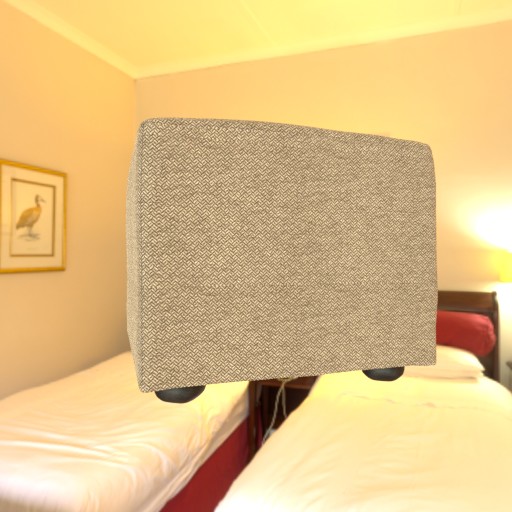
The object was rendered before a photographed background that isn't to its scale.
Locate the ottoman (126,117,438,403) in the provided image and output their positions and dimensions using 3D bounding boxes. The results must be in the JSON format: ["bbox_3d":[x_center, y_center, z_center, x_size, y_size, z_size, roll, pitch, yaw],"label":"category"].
[{"bbox_3d":[0.000,0.000,0.932,0.512,0.453,0.519,0,1,-18],"label":"ottoman"}]
